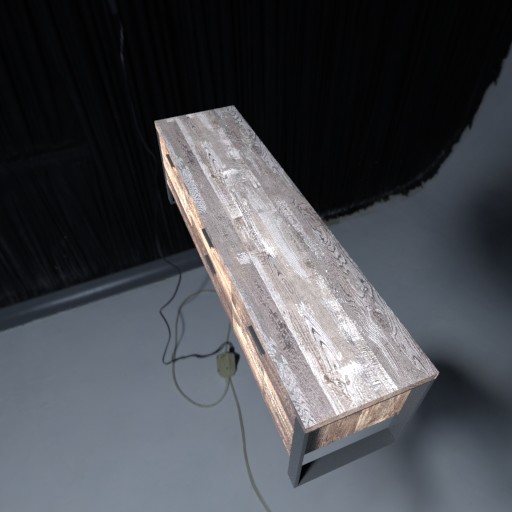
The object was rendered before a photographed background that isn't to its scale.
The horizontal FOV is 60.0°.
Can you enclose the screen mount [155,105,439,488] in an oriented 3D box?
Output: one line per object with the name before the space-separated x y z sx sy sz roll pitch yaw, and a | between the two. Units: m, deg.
screen mount | 0.000 0.000 1.739 0.395 0.450 1.524 -16 48 -15
